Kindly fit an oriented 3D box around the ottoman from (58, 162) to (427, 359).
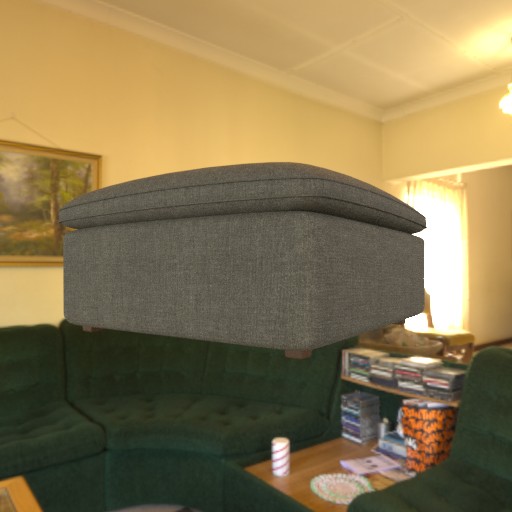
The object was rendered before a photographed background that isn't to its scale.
[{"bbox_3d":[0.000,0.000,1.731,1.067,0.559,1.067,-1,-2,35],"label":"ottoman"}]
